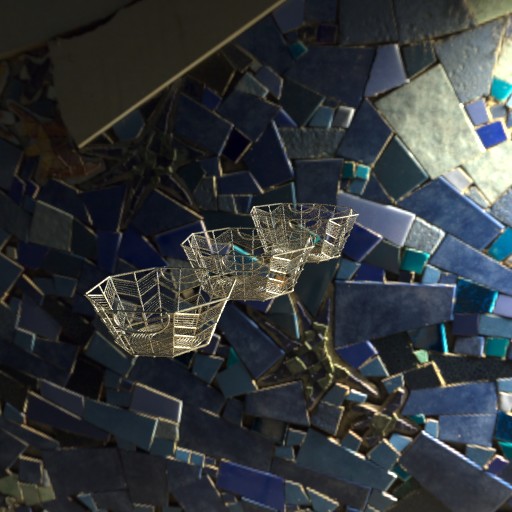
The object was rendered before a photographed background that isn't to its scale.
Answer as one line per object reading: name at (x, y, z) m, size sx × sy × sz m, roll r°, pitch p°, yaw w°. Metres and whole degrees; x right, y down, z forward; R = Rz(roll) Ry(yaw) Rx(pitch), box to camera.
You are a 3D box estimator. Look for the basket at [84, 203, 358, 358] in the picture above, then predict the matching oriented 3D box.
basket at (0.000, 0.000, 1.383) m, size 0.432 × 0.178 × 1.246 m, roll 7°, pitch 16°, yaw 26°
